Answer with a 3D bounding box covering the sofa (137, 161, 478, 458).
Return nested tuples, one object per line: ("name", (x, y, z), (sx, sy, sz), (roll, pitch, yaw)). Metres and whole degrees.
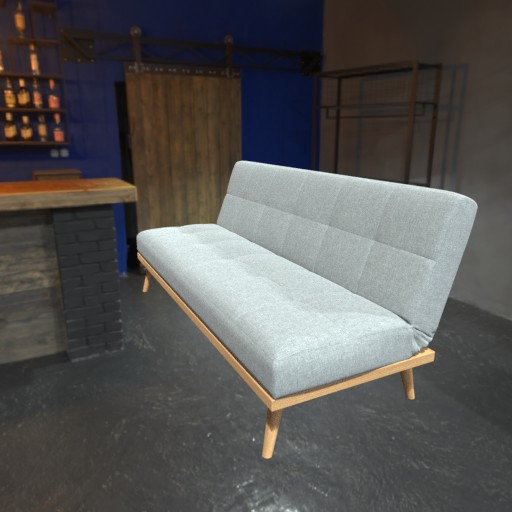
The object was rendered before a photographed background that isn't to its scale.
("sofa", (0.000, 0.000, 2.185), (0.800, 0.800, 1.820), (-8, 18, -26))
